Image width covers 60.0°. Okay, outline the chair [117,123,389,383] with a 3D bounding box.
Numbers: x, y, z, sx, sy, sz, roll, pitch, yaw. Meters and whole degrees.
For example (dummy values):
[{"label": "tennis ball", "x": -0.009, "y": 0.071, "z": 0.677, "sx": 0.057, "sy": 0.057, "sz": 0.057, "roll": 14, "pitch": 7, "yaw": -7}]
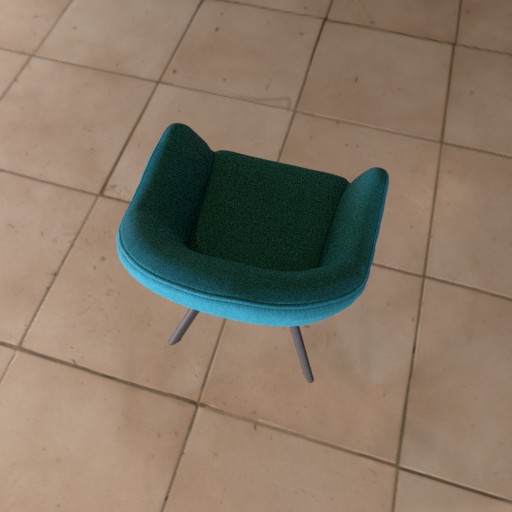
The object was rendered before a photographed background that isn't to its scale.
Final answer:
[{"label": "chair", "x": 0.000, "y": 0.000, "z": 1.155, "sx": 0.545, "sy": 0.775, "sz": 0.565, "roll": 14, "pitch": 65, "yaw": 7}]
